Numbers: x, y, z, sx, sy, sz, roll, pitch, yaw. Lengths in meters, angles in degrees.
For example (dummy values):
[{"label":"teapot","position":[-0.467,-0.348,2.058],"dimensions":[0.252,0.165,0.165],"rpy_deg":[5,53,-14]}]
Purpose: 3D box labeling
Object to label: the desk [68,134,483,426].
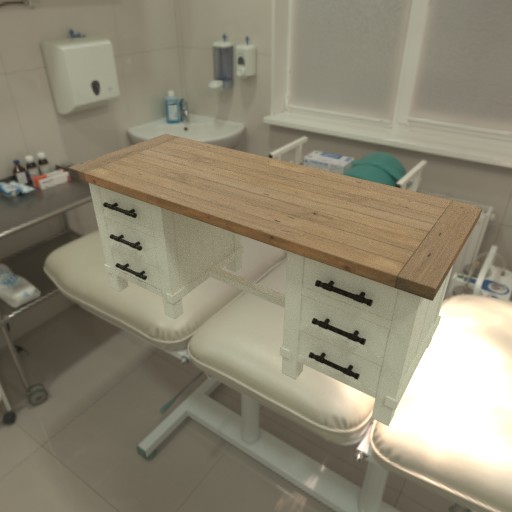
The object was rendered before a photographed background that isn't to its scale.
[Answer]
[{"label":"desk","position":[0.000,0.000,2.229],"dimensions":[1.803,0.760,0.688],"rpy_deg":[20,37,29]}]
